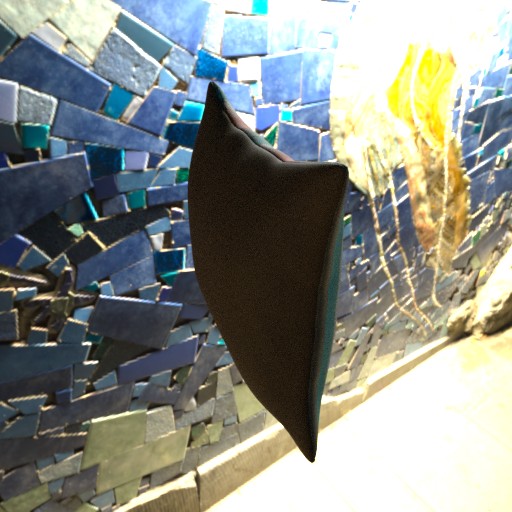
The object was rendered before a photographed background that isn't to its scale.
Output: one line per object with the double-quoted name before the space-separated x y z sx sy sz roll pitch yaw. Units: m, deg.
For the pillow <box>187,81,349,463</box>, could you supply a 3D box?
"pillow" 0.000 0.000 0.690 0.168 0.443 0.453 -11 33 -17
